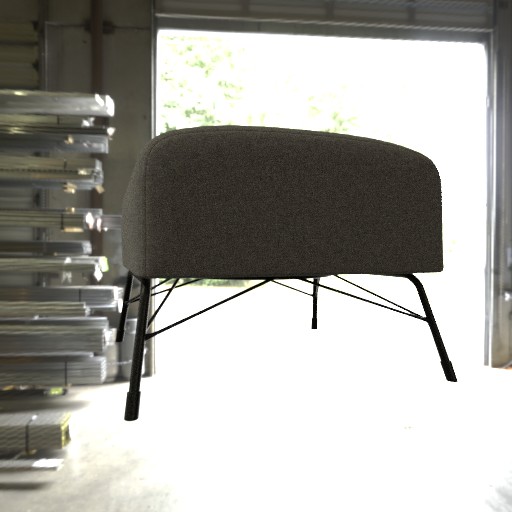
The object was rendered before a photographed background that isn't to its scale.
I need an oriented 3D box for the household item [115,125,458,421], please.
[{"bbox_3d":[0.000,0.000,0.891,0.530,0.410,0.530,0,1,-19],"label":"household item"}]
